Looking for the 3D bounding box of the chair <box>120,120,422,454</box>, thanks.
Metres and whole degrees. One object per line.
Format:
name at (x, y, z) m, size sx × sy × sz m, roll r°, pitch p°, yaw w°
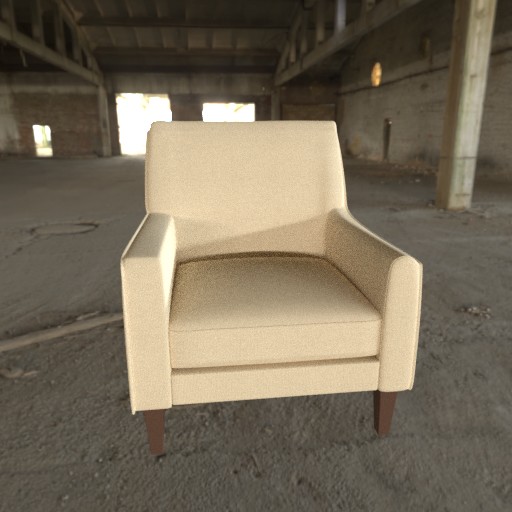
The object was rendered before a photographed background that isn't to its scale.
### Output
chair at (0.000, 0.000, 1.539) m, size 0.780 × 0.919 × 0.899 m, roll -2°, pitch 16°, yaw -7°
